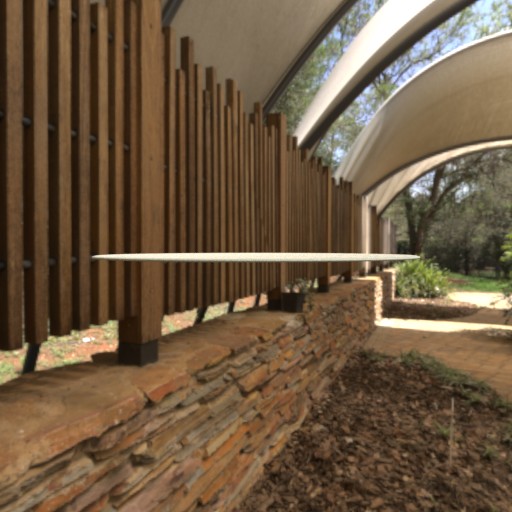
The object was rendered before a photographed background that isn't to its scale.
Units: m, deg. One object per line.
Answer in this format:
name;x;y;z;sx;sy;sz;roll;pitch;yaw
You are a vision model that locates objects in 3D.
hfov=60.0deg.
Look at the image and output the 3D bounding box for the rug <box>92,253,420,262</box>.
rug;0.000;0.000;2.290;1.593;0.012;1.593;0;1;0
